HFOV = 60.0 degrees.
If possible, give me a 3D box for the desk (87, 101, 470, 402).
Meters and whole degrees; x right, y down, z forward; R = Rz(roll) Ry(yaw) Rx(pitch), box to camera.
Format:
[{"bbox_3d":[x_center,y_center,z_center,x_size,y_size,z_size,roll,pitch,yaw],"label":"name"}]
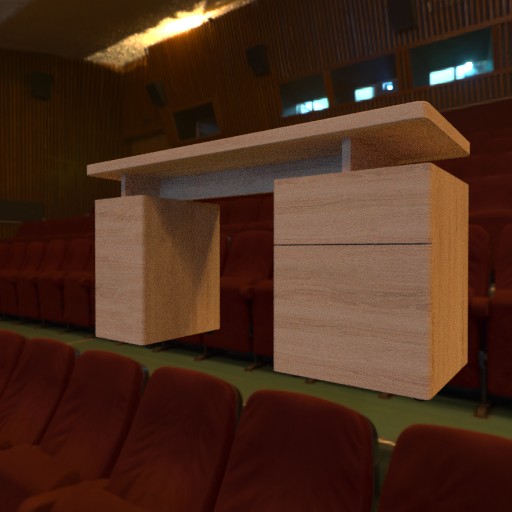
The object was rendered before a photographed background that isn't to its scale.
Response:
[{"bbox_3d":[0.000,0.000,1.693,1.400,0.760,0.550,1,1,36],"label":"desk"}]
